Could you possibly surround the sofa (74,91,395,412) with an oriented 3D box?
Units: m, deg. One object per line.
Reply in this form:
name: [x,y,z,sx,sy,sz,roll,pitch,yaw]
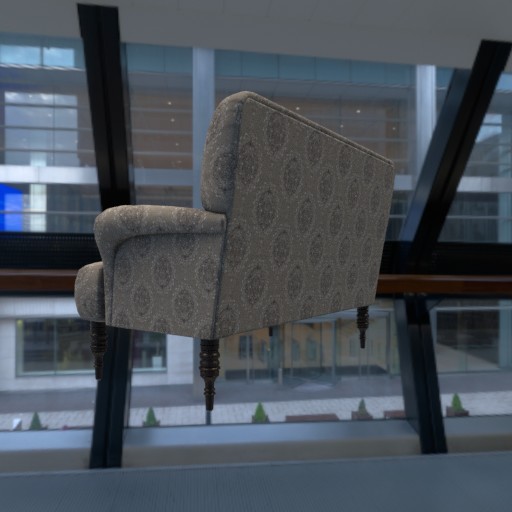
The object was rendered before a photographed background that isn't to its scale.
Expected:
sofa: [0.000,0.000,1.842,0.779,0.889,1.297,0,0,37]
